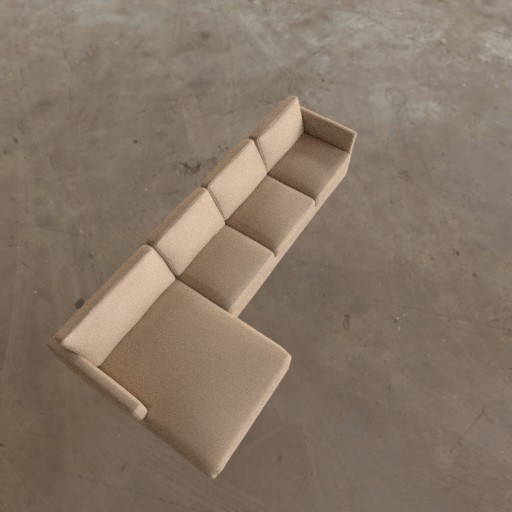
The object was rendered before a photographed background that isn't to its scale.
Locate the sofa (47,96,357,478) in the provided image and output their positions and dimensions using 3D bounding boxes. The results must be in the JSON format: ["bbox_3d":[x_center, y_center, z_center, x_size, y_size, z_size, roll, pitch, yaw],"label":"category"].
[{"bbox_3d":[0.000,0.000,3.812,1.502,0.876,3.201,30,63,17],"label":"sofa"}]
